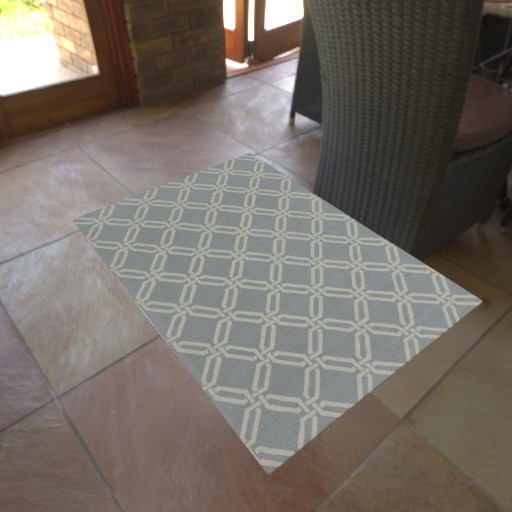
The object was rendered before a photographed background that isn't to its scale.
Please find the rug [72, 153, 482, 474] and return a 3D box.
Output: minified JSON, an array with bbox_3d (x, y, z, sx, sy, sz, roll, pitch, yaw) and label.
[{"bbox_3d":[0.000,0.000,2.728,1.522,0.013,2.133,-27,48,-27],"label":"rug"}]
